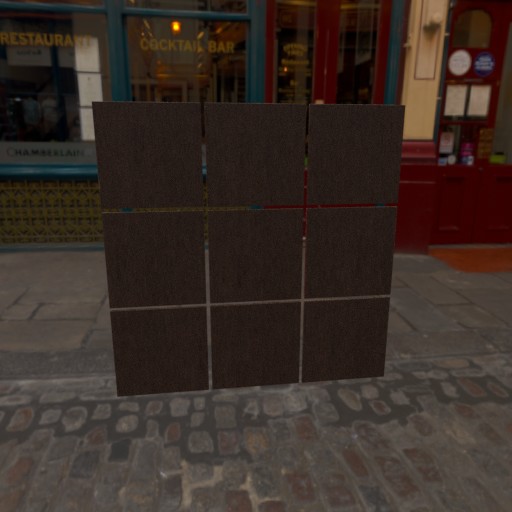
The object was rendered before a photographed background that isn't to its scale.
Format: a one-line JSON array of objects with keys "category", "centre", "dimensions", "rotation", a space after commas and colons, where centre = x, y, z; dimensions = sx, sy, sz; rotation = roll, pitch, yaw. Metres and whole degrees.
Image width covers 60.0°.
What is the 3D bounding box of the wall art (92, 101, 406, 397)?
[{"category": "wall art", "centre": [0.000, 0.000, 2.335], "dimensions": [1.527, 1.525, 0.014], "rotation": [-2, 15, -8]}]
